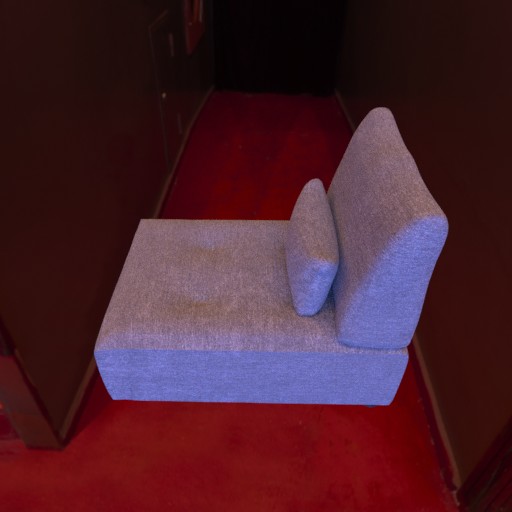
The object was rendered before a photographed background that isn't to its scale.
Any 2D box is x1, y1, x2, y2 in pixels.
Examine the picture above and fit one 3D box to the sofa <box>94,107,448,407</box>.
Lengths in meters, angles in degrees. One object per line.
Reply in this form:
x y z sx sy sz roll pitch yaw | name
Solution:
0.000 0.000 1.559 1.000 0.820 0.700 1 41 1 | sofa
